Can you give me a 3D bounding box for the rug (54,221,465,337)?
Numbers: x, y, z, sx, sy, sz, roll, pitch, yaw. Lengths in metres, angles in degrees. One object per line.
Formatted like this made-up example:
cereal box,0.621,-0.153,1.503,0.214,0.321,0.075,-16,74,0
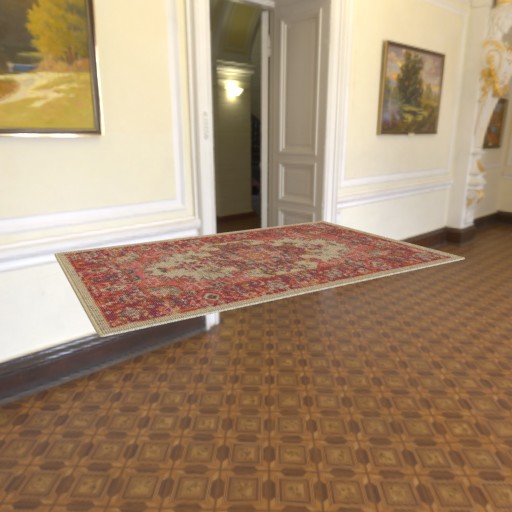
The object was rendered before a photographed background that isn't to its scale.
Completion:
rug,0.000,0.000,1.107,0.868,0.004,0.556,-9,18,-29
